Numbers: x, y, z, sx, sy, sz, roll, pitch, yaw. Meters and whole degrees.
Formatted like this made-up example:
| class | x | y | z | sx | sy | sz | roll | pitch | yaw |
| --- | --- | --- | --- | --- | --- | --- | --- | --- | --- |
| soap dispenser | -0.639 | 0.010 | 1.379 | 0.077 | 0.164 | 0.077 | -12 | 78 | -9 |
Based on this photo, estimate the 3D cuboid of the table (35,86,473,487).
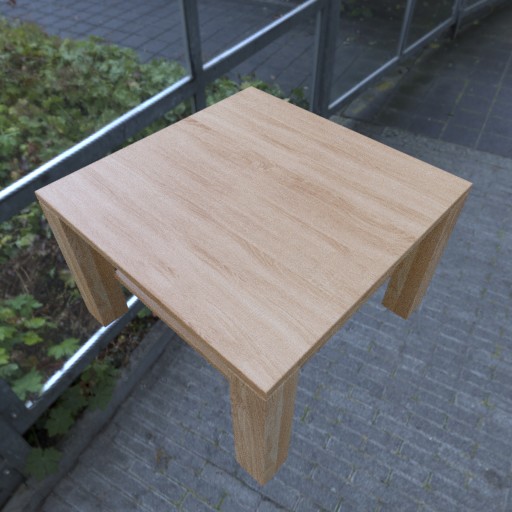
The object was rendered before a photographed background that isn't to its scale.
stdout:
| class | x | y | z | sx | sy | sz | roll | pitch | yaw |
| --- | --- | --- | --- | --- | --- | --- | --- | --- | --- |
| table | 0.000 | 0.000 | 1.160 | 0.700 | 0.450 | 0.700 | 34 | 55 | 28 |
